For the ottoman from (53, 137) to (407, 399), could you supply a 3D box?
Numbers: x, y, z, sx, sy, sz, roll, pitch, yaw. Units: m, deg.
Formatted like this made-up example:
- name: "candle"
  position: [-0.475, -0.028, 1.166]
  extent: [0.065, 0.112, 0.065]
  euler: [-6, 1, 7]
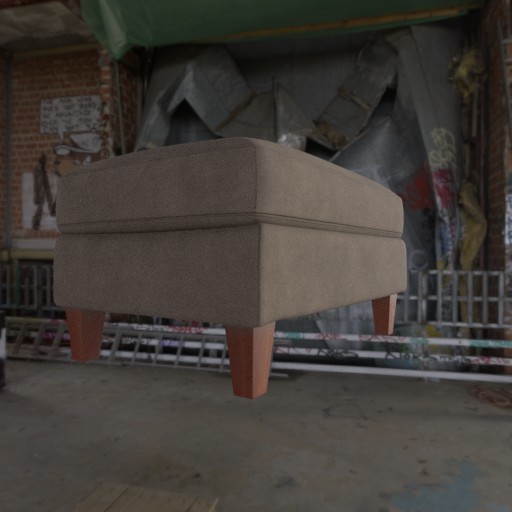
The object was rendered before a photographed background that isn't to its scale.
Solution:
- name: "ottoman"
  position: [0.000, 0.000, 1.206]
  extent: [0.584, 0.483, 0.864]
  euler: [0, 0, 34]
